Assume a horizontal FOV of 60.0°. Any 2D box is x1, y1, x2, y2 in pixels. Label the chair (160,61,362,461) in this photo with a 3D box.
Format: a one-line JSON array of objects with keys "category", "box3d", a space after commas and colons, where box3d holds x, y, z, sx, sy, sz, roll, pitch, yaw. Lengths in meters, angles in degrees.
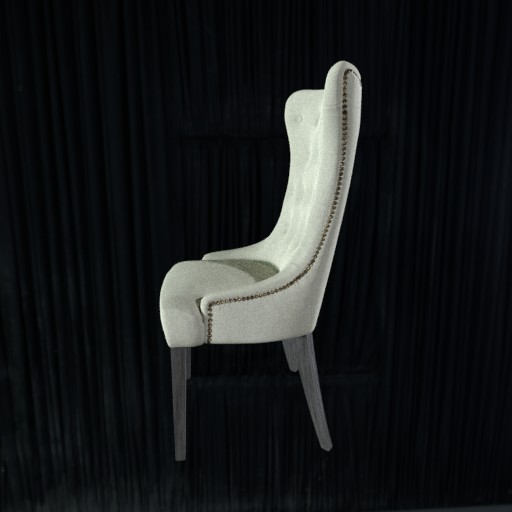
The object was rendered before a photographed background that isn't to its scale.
[{"category": "chair", "box3d": [0.000, 0.000, 1.406, 0.590, 1.065, 0.584, -1, 13, -6]}]
